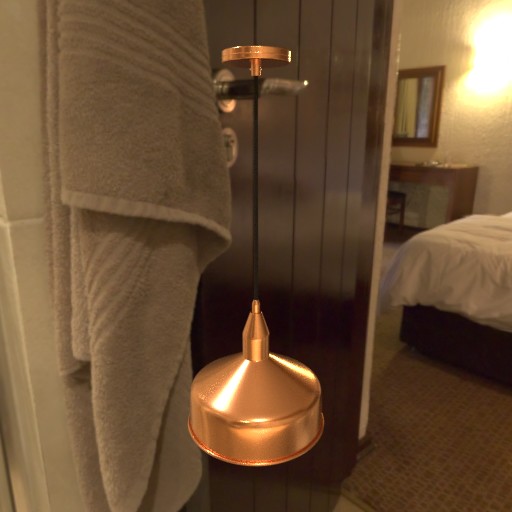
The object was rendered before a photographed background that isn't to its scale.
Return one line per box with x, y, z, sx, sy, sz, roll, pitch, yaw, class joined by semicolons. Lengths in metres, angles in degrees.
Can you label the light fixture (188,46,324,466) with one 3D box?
0.000;0.000;0.891;0.301;0.754;0.301;3;16;9;light fixture
